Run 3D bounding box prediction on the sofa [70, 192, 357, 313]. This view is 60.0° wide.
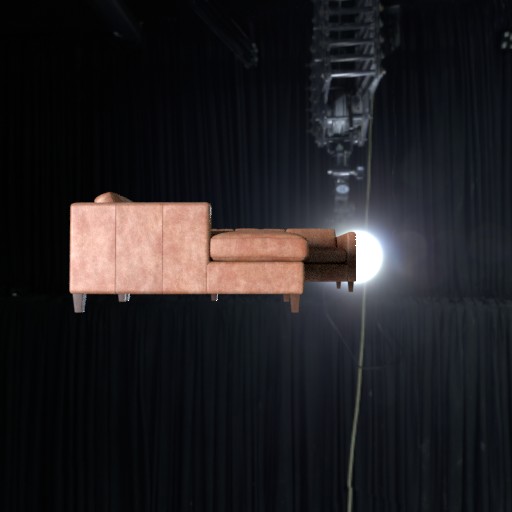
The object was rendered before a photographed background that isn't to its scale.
[{"bbox_3d":[0.000,0.000,4.593,2.430,0.832,3.401,0,-1,0],"label":"sofa"}]
